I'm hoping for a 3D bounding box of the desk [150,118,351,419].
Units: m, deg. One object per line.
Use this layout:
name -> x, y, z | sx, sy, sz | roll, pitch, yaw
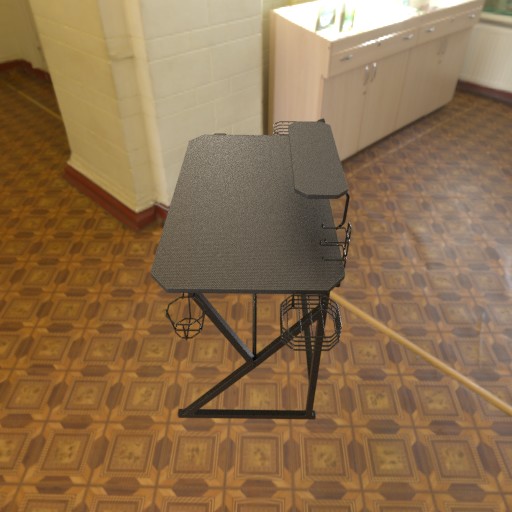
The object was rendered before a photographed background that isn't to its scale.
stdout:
desk -> 0.000, 0.000, 1.739 | 0.580, 0.880, 1.290 | 0, 39, 1
